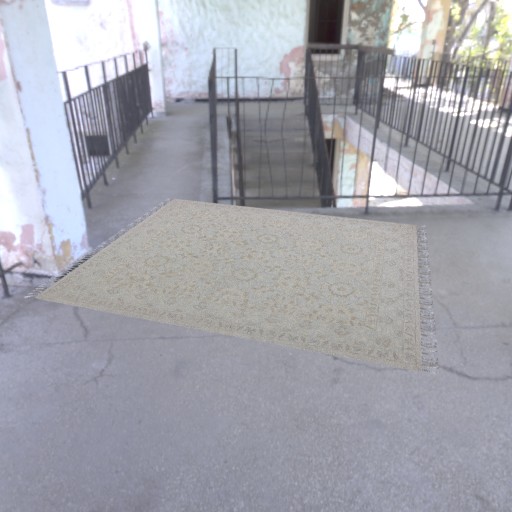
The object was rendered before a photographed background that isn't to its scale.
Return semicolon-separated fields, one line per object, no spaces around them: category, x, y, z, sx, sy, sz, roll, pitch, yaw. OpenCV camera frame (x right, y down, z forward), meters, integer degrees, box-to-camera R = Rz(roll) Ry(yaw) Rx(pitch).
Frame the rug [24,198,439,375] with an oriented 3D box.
rug;0.000;0.000;4.079;3.043;0.013;2.444;8;28;15
